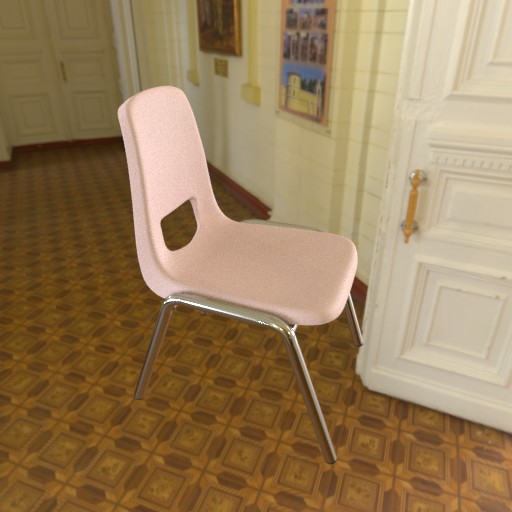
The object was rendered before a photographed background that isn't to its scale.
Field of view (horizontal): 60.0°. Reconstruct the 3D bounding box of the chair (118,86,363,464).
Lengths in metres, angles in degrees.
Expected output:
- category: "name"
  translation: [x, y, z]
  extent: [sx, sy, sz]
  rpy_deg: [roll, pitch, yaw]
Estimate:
- category: "chair"
  translation: [0.000, 0.000, 0.844]
  extent: [0.423, 0.586, 0.354]
  rpy_deg: [10, 30, 17]
